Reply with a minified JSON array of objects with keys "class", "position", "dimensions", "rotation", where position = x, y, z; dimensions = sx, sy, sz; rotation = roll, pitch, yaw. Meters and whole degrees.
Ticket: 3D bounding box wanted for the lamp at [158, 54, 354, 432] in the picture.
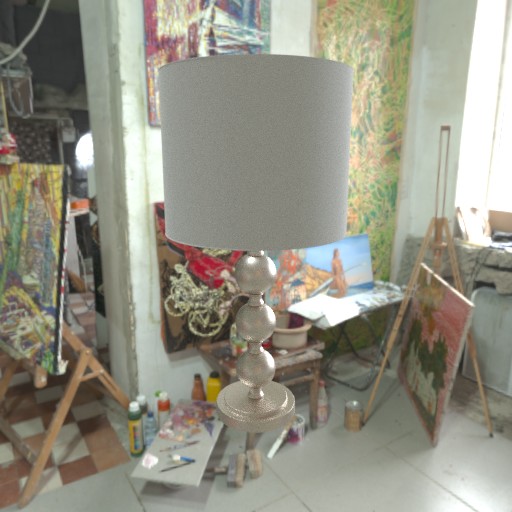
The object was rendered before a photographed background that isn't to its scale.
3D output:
[{"class":"lamp","position":[0.000,0.000,0.699],"dimensions":[0.277,0.538,0.277],"rotation":[7,15,27]}]
